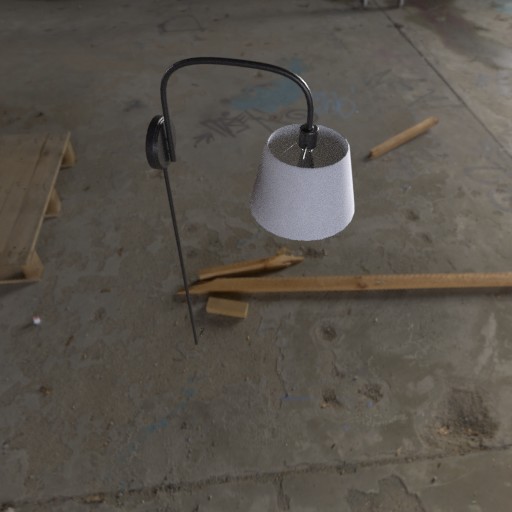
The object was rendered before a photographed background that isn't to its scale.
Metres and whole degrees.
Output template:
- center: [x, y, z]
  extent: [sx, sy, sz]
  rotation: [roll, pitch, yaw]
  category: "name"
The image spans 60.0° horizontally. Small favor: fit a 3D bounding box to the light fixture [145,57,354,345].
- center: [0.000, 0.000, 0.457]
  extent: [0.176, 0.399, 0.092]
  rotation: [10, 48, 9]
  category: "light fixture"
